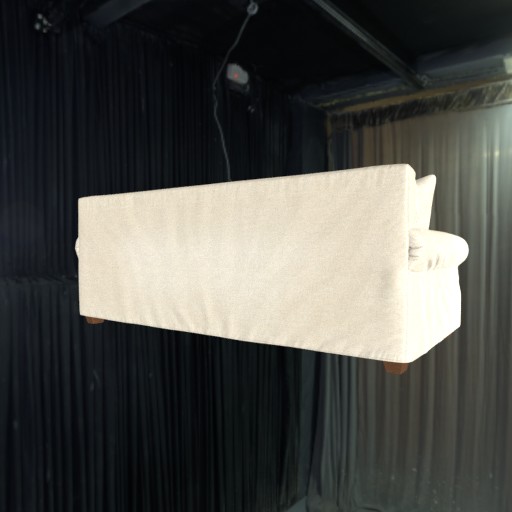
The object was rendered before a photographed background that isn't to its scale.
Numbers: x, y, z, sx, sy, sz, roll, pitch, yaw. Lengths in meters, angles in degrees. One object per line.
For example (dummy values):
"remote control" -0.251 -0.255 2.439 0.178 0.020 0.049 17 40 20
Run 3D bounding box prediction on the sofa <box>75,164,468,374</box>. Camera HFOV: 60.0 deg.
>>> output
"sofa" 0.000 0.000 2.739 2.285 0.904 1.067 1 2 35
